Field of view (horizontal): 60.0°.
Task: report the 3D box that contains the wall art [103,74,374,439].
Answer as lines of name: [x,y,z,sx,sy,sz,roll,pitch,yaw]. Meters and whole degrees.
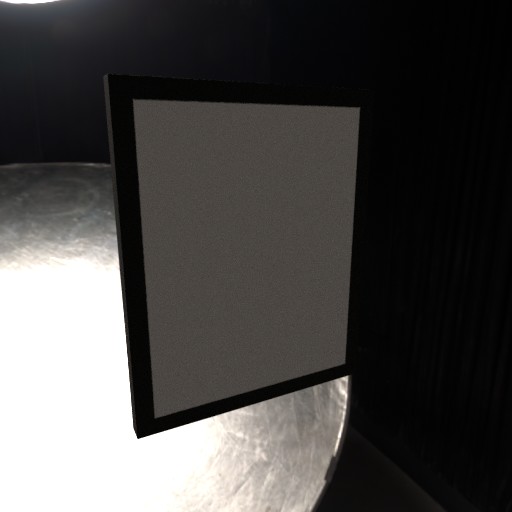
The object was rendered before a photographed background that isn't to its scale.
wall art: [0.000,0.000,0.556,0.329,0.404,0.024,-8,17,-27]
